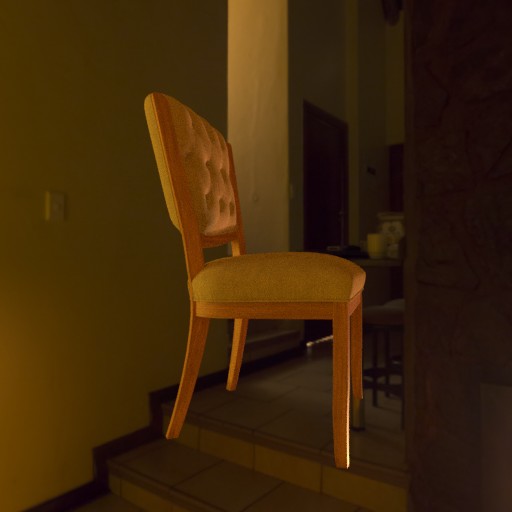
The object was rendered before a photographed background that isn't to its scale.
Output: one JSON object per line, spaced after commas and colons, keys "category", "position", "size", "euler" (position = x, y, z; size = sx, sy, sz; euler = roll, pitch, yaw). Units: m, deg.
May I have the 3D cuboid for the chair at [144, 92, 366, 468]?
{"category": "chair", "position": [0.000, 0.000, 1.268], "size": [0.584, 0.905, 0.513], "euler": [0, -1, 17]}
